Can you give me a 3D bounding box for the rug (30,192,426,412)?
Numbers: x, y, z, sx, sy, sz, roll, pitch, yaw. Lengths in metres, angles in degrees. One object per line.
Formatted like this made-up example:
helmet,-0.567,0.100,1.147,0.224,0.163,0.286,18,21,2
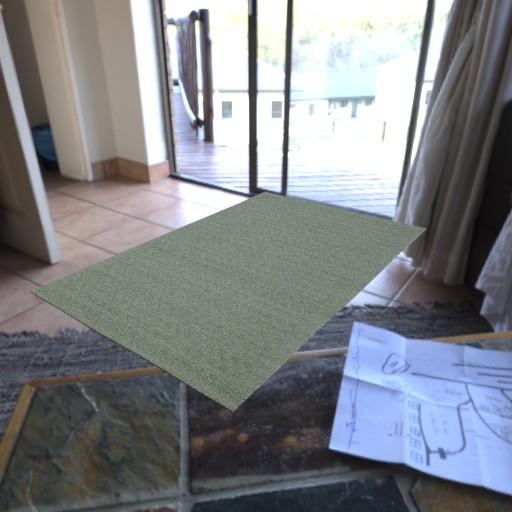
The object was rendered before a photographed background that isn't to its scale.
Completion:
rug,0.000,0.000,2.236,1.143,0.006,1.747,18,32,33
